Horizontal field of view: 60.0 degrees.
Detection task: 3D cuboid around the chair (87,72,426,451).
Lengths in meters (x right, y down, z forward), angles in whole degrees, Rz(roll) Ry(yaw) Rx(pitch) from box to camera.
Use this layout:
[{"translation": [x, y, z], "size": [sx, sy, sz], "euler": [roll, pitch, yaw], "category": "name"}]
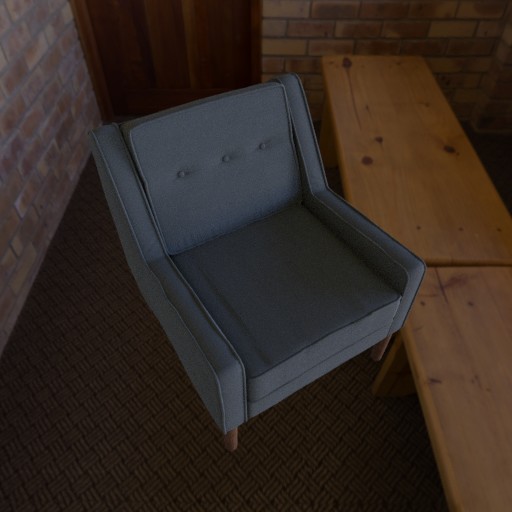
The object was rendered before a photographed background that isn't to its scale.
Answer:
[{"translation": [0.000, 0.000, 1.345], "size": [0.663, 0.780, 0.733], "euler": [-24, 51, -21], "category": "chair"}]
